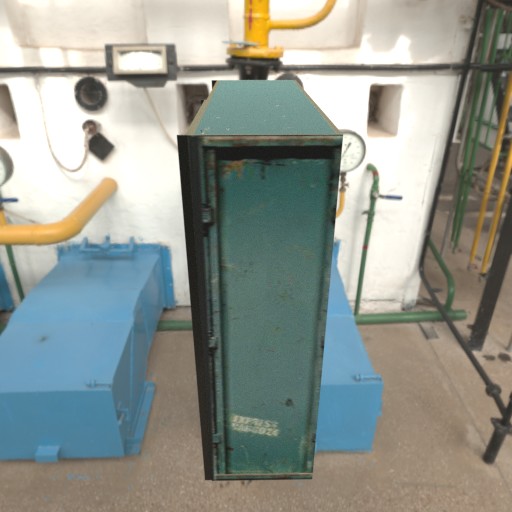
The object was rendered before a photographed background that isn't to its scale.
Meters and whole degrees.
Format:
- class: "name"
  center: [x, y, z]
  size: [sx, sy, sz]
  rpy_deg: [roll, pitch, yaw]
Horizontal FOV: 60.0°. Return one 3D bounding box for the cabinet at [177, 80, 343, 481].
- class: "cabinet"
  center: [0.000, 0.000, 3.193]
  size: [0.680, 2.160, 2.000]
  rpy_deg: [0, 28, -1]
